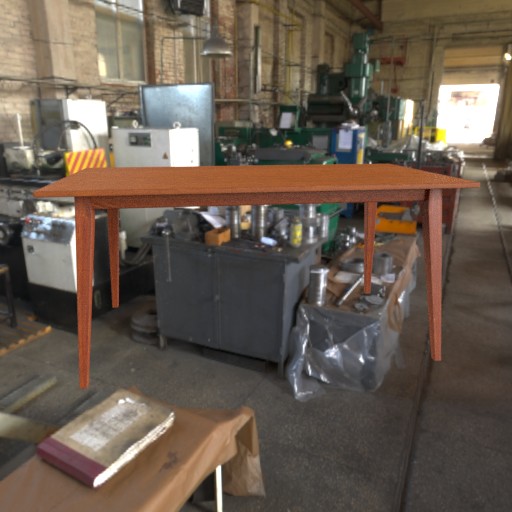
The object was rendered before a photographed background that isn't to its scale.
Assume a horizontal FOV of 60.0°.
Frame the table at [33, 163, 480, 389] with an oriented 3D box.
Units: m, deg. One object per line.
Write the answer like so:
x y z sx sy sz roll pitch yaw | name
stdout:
0.000 0.000 2.066 1.609 0.755 0.811 -2 17 -8 | table
